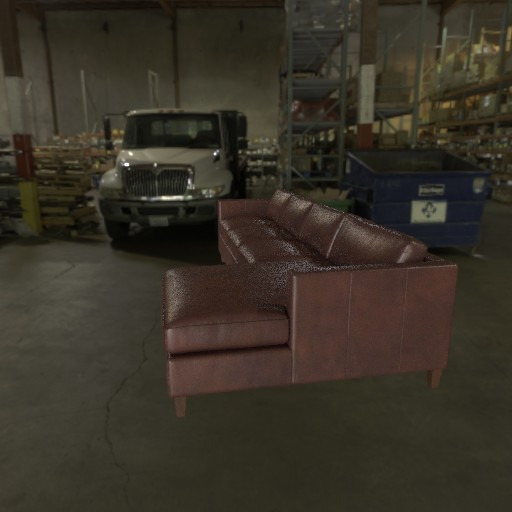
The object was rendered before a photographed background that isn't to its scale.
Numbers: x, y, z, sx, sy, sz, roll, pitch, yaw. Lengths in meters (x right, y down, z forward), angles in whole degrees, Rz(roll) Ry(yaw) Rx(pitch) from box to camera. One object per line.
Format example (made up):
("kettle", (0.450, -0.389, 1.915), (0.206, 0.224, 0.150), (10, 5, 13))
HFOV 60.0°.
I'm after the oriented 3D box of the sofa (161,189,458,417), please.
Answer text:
("sofa", (0.000, 0.000, 3.802), (1.581, 0.883, 3.203), (-3, 14, -11))
